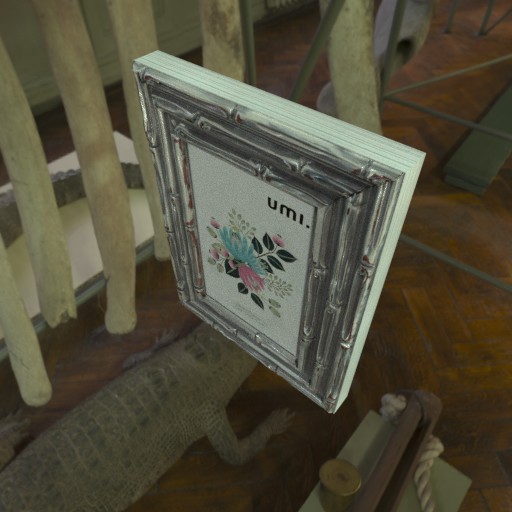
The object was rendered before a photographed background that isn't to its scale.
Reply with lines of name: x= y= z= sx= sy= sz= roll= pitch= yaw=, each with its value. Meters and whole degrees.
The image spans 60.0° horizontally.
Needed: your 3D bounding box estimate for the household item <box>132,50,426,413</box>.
household item: x=0.000 y=0.000 z=0.291 sx=0.165 sy=0.216 sz=0.025 roll=31 pitch=54 yaw=26
